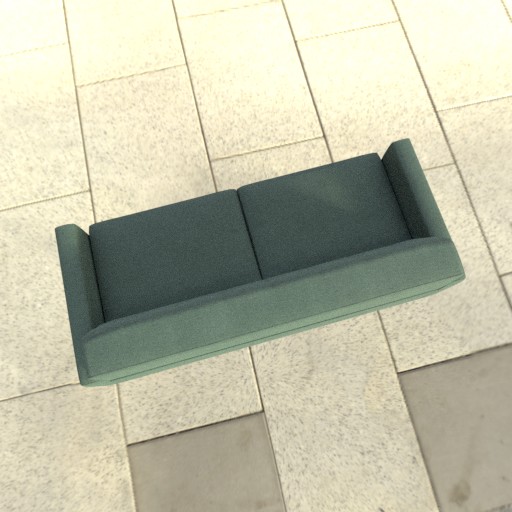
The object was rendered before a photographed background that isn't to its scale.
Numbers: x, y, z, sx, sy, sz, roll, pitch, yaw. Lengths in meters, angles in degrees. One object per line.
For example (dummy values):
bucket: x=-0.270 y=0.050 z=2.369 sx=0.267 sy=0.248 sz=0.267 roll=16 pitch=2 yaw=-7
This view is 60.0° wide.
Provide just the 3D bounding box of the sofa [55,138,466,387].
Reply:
sofa: x=0.000 y=0.000 z=2.487 sx=2.029 sy=0.841 sz=0.909 roll=-15 pitch=75 yaw=-4
